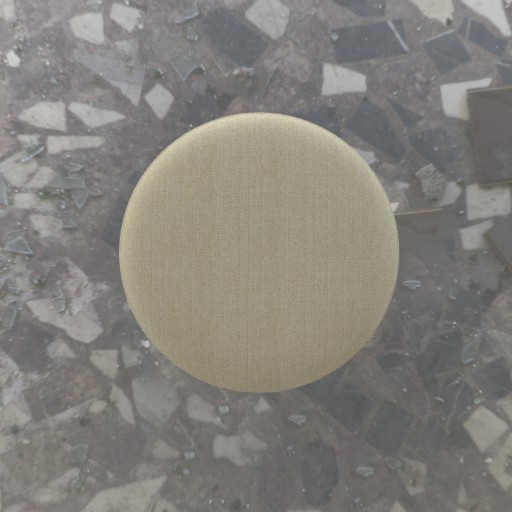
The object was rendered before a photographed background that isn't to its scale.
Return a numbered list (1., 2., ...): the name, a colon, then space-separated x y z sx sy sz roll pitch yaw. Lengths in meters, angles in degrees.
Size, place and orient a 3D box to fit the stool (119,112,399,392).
1. stool: 0.000 0.000 0.962 0.449 0.655 0.449 0 89 -1
